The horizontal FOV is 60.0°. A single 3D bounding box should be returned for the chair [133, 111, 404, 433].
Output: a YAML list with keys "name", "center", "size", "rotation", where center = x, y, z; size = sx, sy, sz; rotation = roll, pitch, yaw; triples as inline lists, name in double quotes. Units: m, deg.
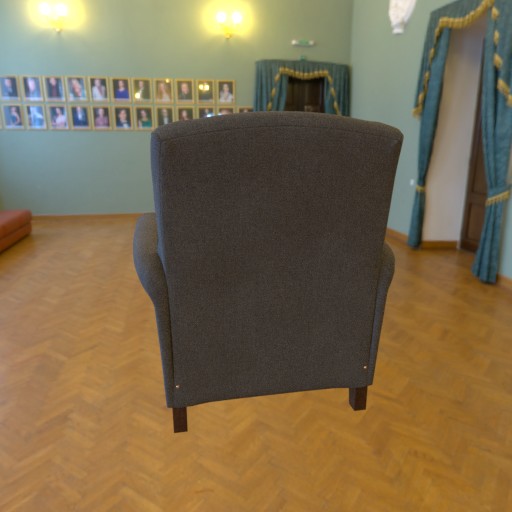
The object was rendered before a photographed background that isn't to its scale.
- name: "chair"
  center: [0.000, 0.000, 1.780]
  size: [0.978, 1.061, 0.905]
  rotation: [-3, 15, -11]
